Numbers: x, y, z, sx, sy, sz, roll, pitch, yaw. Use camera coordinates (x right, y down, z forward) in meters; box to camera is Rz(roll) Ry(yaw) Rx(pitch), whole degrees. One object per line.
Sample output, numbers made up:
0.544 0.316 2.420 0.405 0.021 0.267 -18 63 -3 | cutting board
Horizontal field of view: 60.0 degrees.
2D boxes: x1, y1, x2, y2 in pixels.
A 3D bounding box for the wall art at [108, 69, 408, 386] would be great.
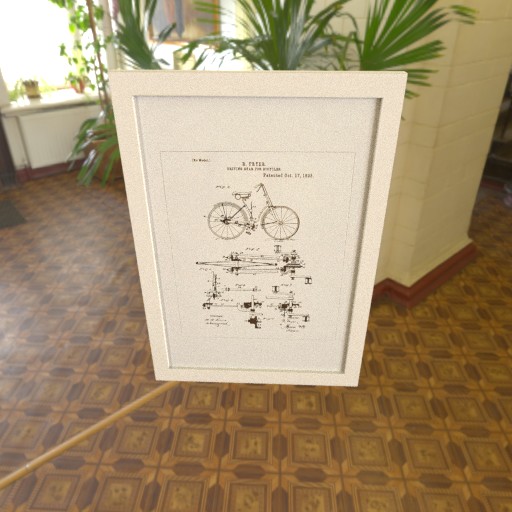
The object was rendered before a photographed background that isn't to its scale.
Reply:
0.000 0.000 0.615 0.332 0.477 0.015 1 30 2 | wall art
